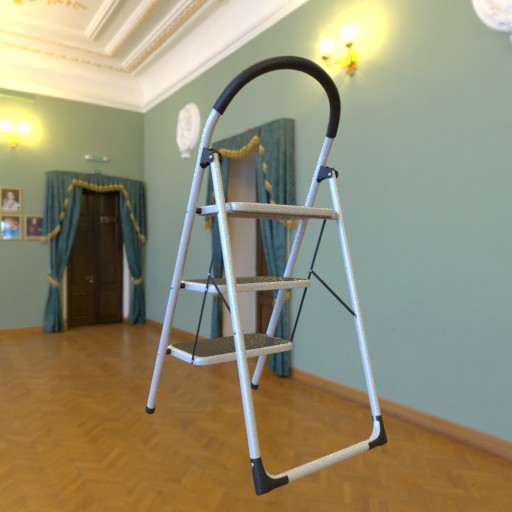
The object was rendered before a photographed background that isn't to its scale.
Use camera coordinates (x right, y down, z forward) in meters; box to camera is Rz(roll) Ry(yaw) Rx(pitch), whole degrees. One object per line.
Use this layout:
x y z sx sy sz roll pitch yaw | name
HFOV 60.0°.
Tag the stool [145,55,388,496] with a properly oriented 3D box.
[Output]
0.000 0.000 1.428 0.485 1.109 0.676 -1 1 -36 | stool
